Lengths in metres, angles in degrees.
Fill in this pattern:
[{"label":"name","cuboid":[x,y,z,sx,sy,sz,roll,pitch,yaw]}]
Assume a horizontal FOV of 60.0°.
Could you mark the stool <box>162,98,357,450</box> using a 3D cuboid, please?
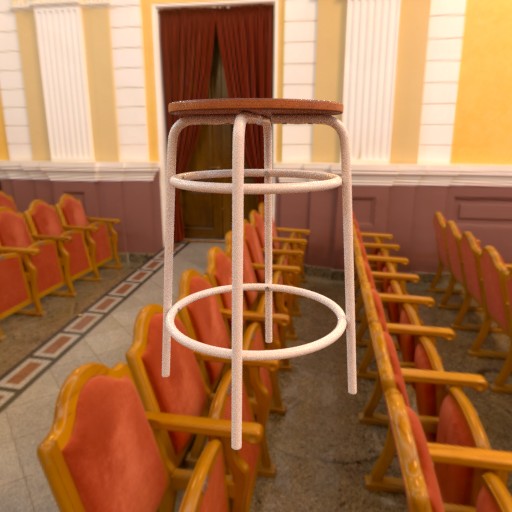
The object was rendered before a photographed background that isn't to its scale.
[{"label":"stool","cuboid":[0.000,0.000,0.943,0.455,0.610,0.455,3,15,9]}]
